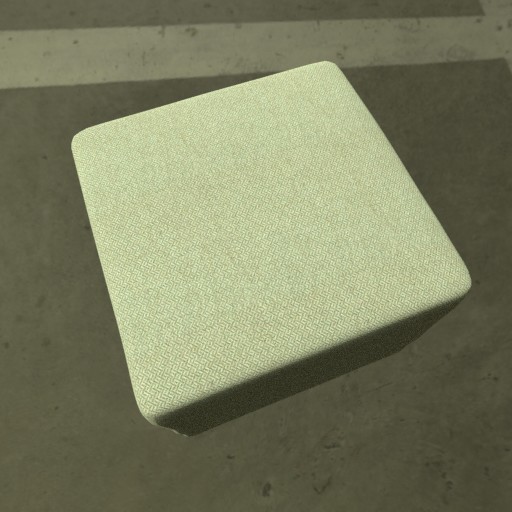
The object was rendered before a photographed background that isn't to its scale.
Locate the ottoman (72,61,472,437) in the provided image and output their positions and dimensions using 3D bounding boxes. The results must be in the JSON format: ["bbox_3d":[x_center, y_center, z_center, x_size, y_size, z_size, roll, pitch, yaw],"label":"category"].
[{"bbox_3d":[0.000,0.000,0.878,0.521,0.453,0.512,-19,66,-9],"label":"ottoman"}]
